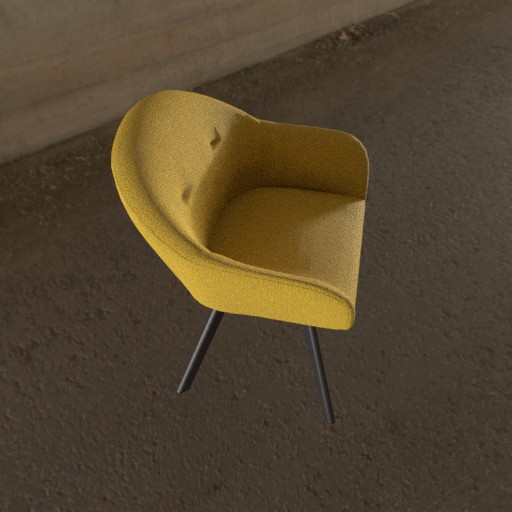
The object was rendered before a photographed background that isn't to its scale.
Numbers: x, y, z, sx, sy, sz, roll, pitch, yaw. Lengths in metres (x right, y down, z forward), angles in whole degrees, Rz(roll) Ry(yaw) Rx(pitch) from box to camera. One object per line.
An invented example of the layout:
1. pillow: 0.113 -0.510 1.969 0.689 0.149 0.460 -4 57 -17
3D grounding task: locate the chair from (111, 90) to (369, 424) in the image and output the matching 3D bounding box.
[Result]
1. chair: 0.000 0.000 1.167 0.565 0.775 0.545 10 47 9
